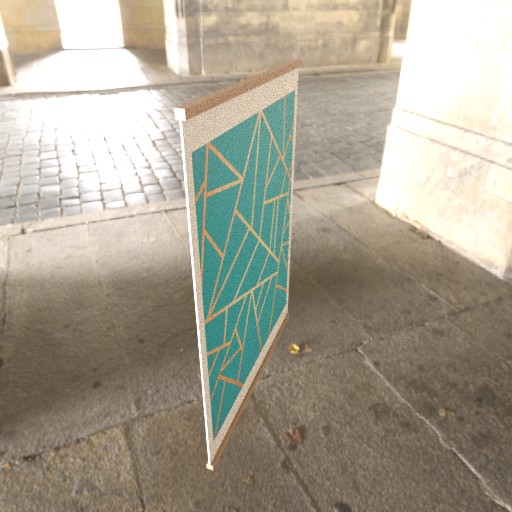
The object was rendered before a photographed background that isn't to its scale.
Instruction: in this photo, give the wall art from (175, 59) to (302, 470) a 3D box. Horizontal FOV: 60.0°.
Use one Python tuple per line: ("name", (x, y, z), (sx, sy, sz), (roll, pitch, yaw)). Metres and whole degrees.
("wall art", (0.000, 0.000, 0.803), (0.012, 0.608, 0.459), (11, 32, 18))
